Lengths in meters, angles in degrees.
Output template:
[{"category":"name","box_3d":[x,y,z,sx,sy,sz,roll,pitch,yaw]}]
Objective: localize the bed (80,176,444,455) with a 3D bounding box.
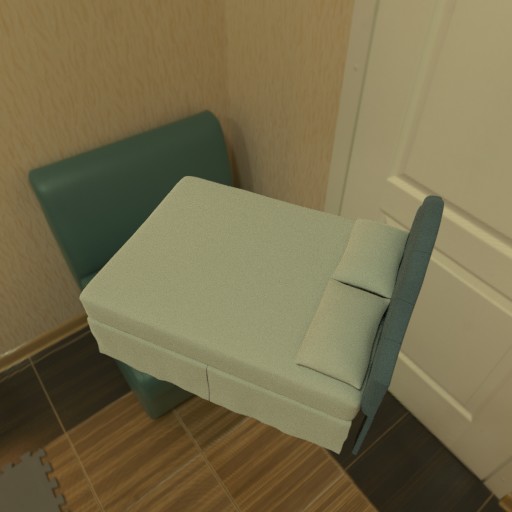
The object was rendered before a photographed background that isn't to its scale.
[{"category":"bed","box_3d":[0.000,0.000,3.213,2.155,1.575,1.636,18,50,16]}]
